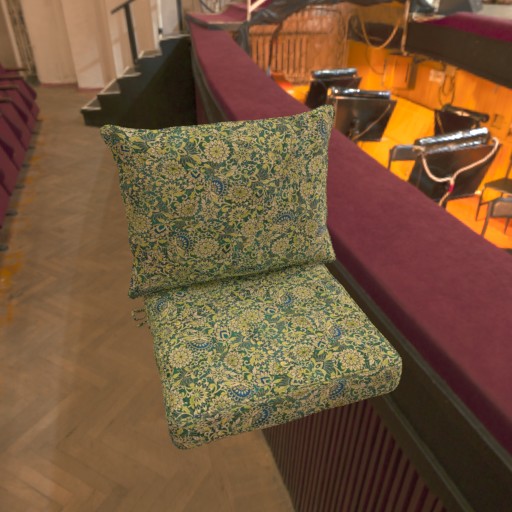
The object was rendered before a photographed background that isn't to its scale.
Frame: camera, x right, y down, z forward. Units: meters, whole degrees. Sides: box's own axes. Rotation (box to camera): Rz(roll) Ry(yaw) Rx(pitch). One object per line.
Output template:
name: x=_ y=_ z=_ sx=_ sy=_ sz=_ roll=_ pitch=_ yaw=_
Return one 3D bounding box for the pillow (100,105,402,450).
pillow: x=0.000 y=0.000 z=1.360 sx=0.798 sy=0.722 sz=0.740 roll=-10 pitch=34 yaw=-15
